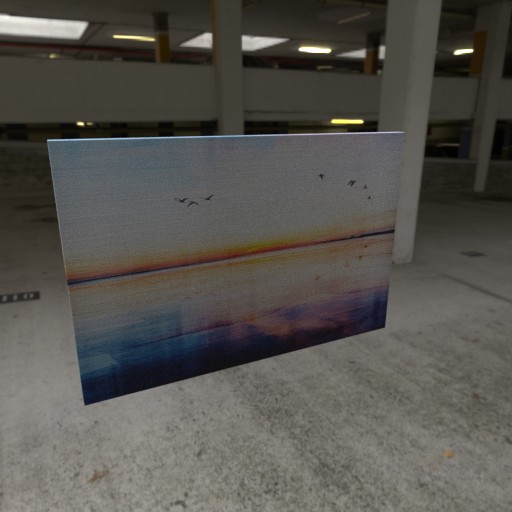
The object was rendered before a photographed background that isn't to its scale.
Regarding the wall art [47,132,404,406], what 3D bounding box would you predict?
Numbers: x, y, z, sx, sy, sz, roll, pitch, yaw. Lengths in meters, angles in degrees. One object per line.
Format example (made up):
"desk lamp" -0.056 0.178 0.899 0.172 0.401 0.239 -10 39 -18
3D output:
"wall art" 0.000 0.000 0.764 0.604 0.402 0.018 -9 20 -25
